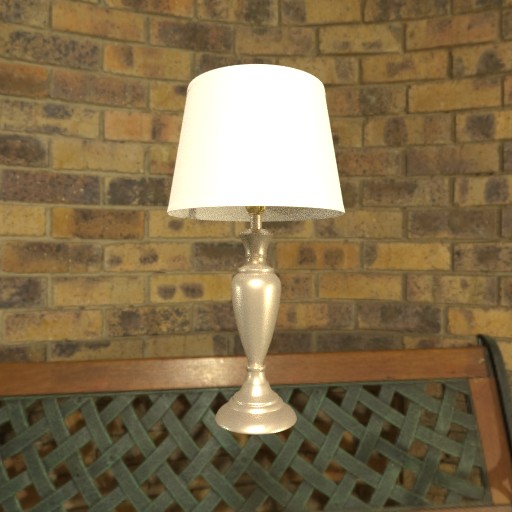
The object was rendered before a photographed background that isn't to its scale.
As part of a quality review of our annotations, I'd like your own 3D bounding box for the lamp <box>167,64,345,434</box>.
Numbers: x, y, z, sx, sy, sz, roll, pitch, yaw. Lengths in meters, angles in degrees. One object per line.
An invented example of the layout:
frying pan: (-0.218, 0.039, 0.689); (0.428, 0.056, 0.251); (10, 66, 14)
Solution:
lamp: (0.000, 0.000, 0.834); (0.328, 0.612, 0.328); (0, 0, 0)
